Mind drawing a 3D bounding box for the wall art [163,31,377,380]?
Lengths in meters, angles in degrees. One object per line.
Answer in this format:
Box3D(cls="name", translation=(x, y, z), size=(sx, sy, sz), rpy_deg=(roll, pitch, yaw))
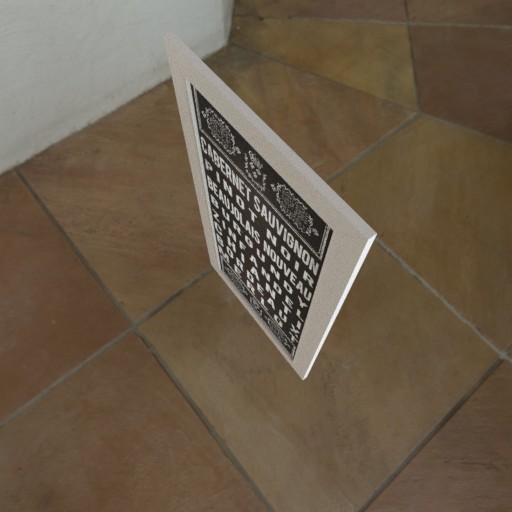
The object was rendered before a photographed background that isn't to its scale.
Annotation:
Box3D(cls="wall art", translation=(0.000, 0.000, 0.809), size=(0.013, 0.683, 0.380), rpy_deg=(-34, 68, -16))
